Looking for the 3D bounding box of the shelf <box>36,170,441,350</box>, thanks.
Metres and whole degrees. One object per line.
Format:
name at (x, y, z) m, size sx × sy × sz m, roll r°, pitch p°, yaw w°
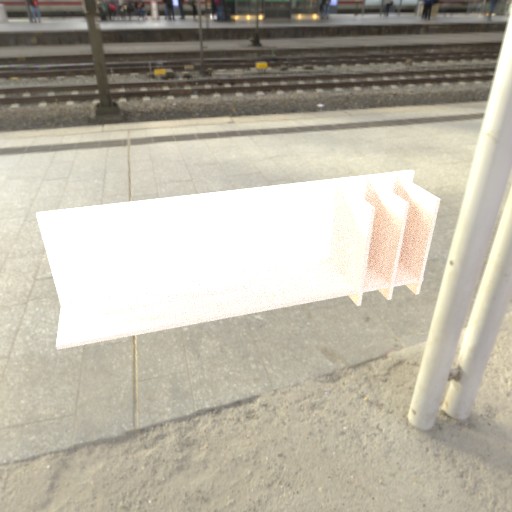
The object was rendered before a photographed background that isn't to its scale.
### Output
shelf at (0.000, 0.000, 1.165) m, size 1.020 × 0.300 × 0.200 m, roll -9°, pitch 31°, yaw -15°
